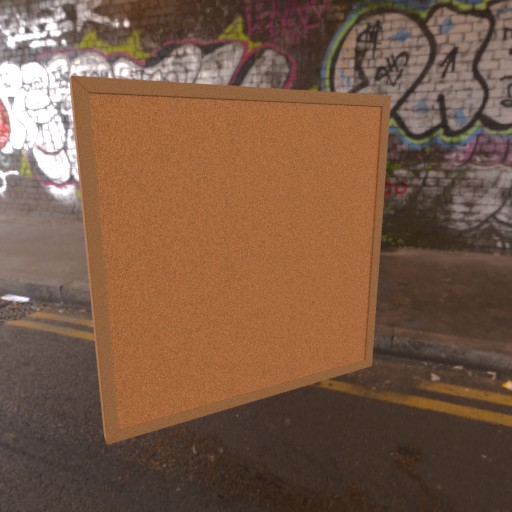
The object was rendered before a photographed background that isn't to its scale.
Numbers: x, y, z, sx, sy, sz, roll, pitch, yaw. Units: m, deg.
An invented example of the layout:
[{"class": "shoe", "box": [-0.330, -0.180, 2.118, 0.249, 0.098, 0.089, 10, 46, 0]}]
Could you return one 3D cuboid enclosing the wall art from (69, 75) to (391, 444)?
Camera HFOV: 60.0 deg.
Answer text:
[{"class": "wall art", "box": [0.000, 0.000, 1.069, 0.761, 0.761, 0.037, -7, 16, -27]}]
